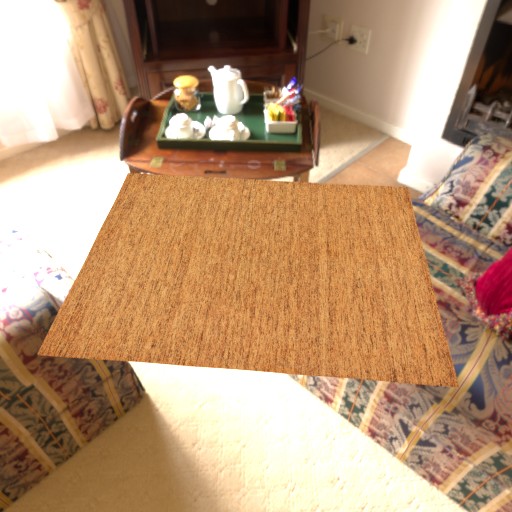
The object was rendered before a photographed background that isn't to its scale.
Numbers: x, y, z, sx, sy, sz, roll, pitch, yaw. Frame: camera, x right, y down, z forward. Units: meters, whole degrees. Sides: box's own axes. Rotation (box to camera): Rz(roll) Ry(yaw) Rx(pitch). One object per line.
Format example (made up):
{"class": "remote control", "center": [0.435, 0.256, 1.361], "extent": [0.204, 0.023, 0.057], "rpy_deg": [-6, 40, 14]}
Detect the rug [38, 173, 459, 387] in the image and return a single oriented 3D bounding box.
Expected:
{"class": "rug", "center": [0.000, 0.000, 4.199], "extent": [3.200, 0.012, 2.438], "rpy_deg": [4, 46, 3]}
